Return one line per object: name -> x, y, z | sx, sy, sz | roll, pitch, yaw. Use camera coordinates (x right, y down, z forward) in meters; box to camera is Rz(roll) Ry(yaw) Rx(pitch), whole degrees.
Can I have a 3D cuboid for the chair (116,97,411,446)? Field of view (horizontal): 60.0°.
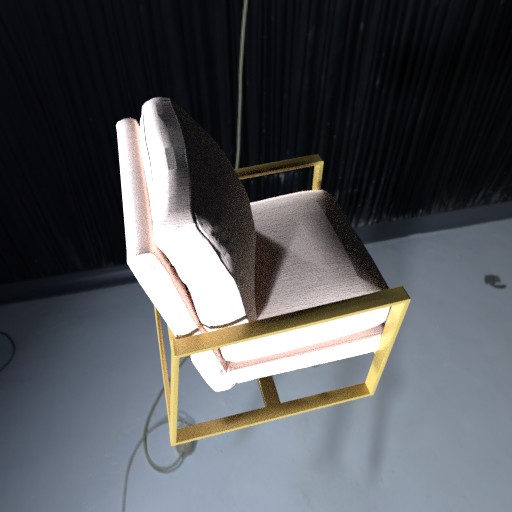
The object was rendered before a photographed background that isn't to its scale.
chair -> 0.000, 0.000, 1.532 | 0.813, 0.956, 0.758 | -11, 47, -10
